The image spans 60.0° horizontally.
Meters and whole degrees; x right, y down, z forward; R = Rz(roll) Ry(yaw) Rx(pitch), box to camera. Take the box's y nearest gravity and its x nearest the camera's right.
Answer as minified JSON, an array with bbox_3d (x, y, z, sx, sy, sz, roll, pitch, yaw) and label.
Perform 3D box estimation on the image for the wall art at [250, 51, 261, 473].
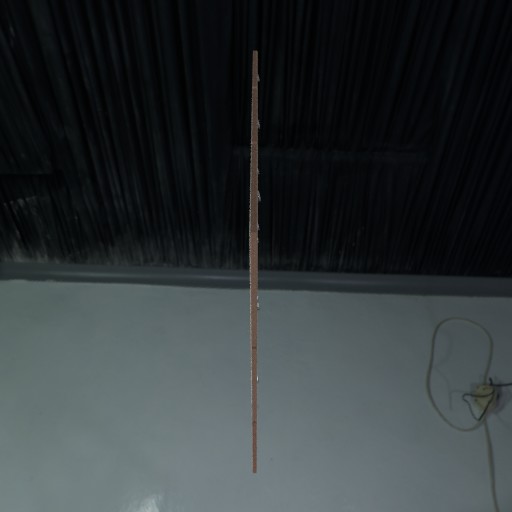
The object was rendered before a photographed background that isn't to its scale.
[{"bbox_3d":[0.000,0.000,1.342,0.018,0.904,0.906,0,42,0],"label":"wall art"}]
